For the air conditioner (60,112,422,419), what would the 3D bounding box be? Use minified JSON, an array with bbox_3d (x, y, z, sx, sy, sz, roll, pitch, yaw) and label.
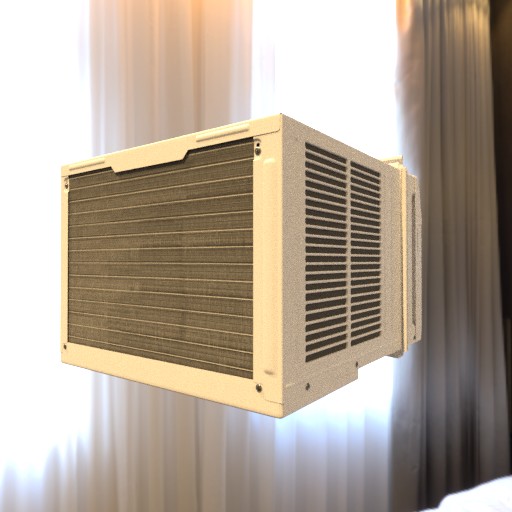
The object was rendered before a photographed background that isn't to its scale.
[{"bbox_3d":[0.000,0.000,0.875,0.503,0.388,0.546,0,-1,37],"label":"air conditioner"}]
